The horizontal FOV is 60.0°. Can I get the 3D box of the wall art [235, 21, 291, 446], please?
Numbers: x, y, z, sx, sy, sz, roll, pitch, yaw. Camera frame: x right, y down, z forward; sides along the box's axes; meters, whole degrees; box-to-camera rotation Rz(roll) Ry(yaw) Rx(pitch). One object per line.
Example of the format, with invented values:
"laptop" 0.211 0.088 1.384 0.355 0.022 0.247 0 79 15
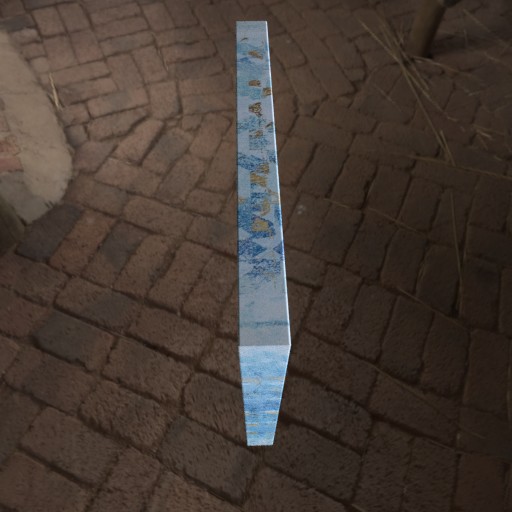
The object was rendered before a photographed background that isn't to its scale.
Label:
"wall art" 0.000 0.000 0.590 0.037 0.405 0.405 -1 58 -1
